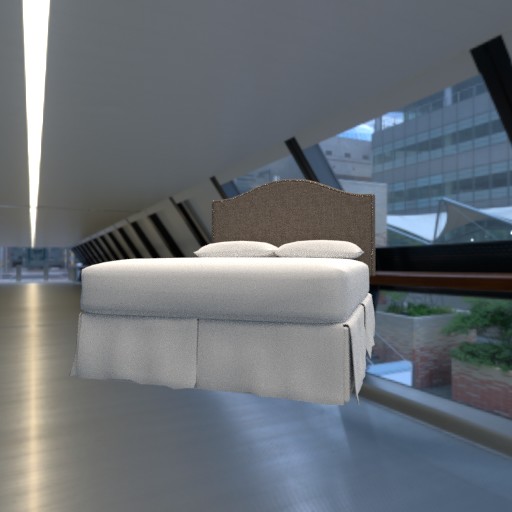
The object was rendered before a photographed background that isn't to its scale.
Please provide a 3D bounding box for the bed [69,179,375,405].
[{"bbox_3d":[0.000,0.000,3.400,1.713,1.518,2.153,0,0,18],"label":"bed"}]
